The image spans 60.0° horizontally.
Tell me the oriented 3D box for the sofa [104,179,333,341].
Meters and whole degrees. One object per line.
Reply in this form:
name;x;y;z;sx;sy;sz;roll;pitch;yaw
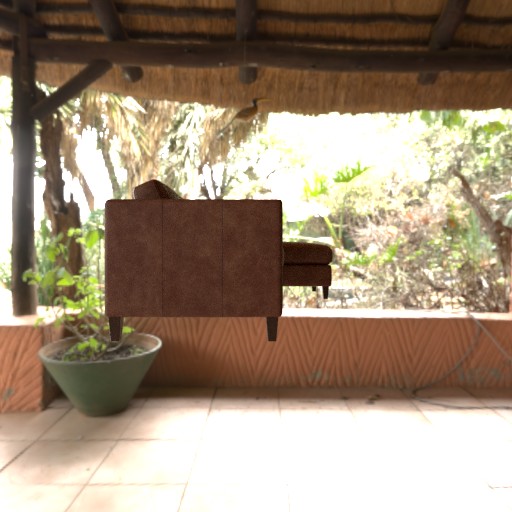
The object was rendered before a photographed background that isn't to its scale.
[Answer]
sofa;0.000;0.000;3.896;1.581;0.883;3.203;0;0;0
